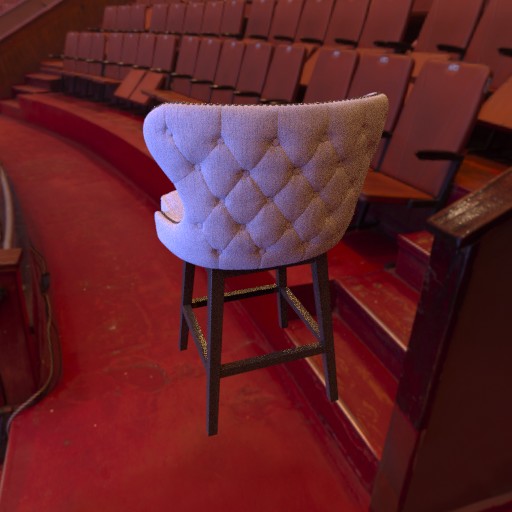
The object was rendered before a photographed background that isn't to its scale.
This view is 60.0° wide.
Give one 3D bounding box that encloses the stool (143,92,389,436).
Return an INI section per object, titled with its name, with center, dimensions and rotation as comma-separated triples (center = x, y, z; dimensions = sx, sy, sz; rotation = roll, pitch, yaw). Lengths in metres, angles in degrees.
[stool]
center = 0.000, 0.000, 1.359
dimensions = 0.615, 0.972, 0.597
rotation = -9, 28, -18
